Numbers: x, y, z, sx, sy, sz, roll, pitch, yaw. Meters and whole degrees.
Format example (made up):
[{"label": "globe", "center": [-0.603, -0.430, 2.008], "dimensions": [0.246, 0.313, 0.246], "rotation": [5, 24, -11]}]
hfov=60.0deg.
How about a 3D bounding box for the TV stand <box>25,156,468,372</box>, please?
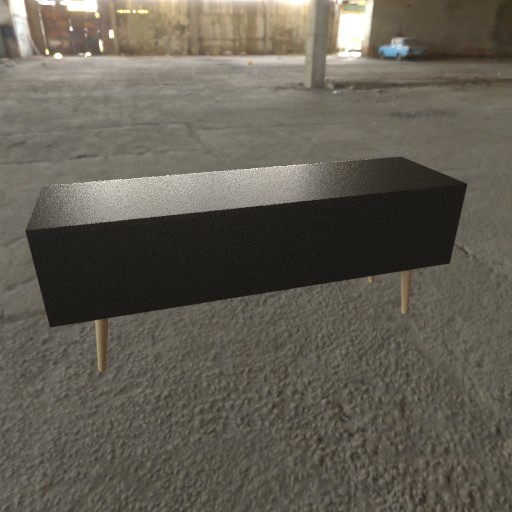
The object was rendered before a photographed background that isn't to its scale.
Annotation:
[{"label": "TV stand", "center": [0.000, 0.000, 1.545], "dimensions": [1.312, 0.518, 0.390], "rotation": [-8, 28, -15]}]
